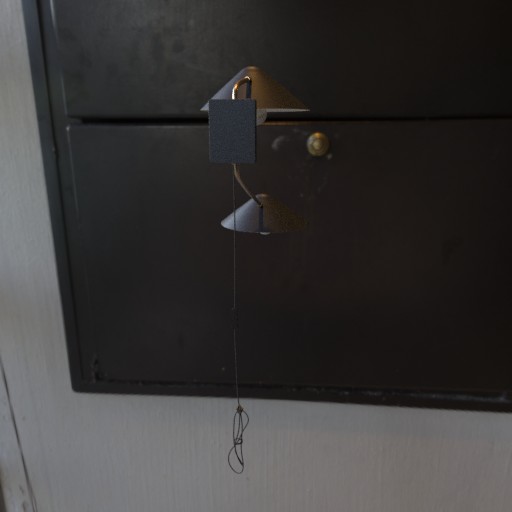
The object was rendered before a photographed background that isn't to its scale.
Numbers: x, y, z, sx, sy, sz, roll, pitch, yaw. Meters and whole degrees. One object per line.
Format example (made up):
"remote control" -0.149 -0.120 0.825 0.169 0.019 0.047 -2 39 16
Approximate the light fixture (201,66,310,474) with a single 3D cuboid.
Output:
"light fixture" 0.000 0.000 0.852 0.189 0.665 0.422 3 17 9
